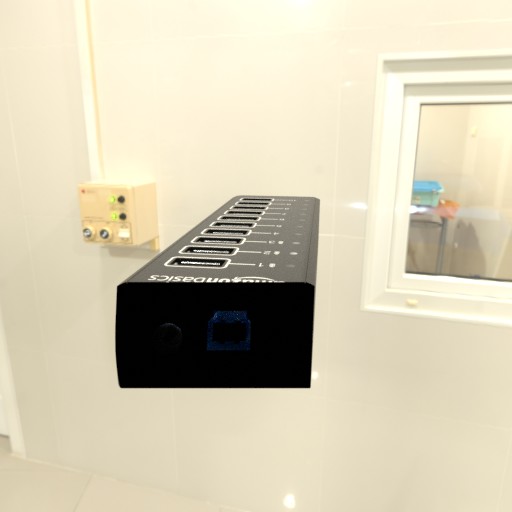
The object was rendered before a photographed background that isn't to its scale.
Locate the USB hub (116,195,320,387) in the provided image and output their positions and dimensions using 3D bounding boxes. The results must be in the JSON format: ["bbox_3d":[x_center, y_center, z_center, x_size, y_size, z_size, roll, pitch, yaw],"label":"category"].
[{"bbox_3d":[0.000,0.000,0.162,0.044,0.023,0.145,2,16,8],"label":"USB hub"}]
